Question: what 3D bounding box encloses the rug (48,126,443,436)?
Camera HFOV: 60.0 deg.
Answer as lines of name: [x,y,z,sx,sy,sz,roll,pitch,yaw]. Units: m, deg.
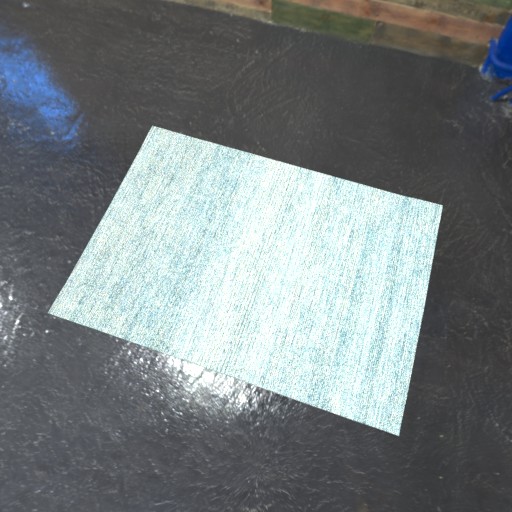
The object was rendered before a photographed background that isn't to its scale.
rug: [0.000,0.000,2.970,2.260,0.026,1.611,17,66,8]
